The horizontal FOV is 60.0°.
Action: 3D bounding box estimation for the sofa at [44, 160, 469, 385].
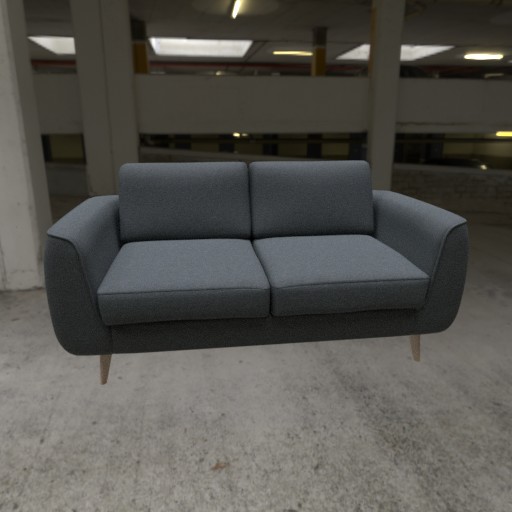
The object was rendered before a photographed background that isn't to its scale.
[{"bbox_3d":[0.000,0.000,2.145,1.700,0.850,0.920,-2,17,-7],"label":"sofa"}]
